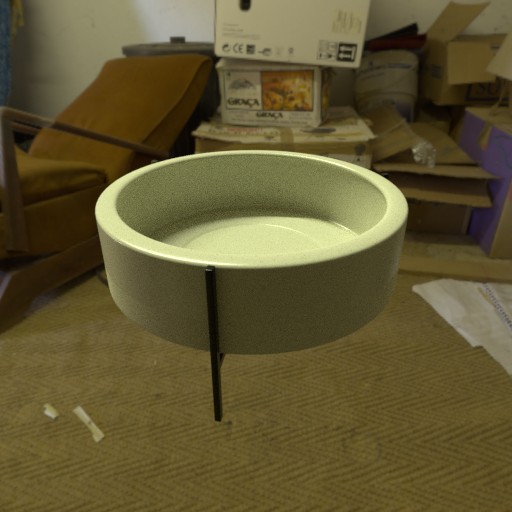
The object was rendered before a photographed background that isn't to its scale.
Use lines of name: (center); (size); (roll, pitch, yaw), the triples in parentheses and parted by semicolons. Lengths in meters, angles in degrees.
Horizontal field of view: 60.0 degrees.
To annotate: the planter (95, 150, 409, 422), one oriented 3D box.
planter: (0.000, 0.000, 0.537); (0.345, 0.171, 0.336); (-10, 30, -17)
